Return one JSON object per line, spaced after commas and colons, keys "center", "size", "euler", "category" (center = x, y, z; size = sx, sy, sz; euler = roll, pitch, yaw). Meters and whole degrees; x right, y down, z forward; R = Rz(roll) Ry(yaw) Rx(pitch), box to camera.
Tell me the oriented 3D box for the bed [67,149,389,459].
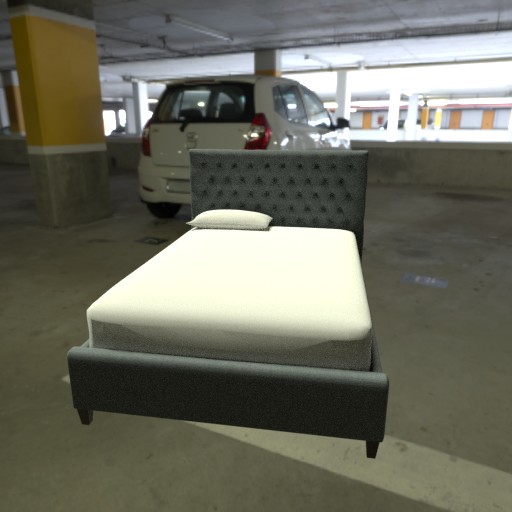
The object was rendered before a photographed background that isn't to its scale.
{"center": [0.000, 0.000, 3.268], "size": [1.698, 1.411, 2.335], "euler": [3, 17, 9], "category": "bed"}
